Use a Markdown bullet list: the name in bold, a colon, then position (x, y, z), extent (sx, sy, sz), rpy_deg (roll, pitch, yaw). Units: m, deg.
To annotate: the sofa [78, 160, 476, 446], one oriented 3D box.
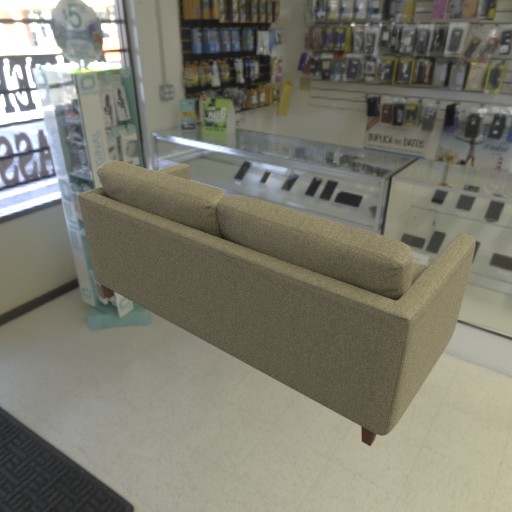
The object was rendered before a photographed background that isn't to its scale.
- **sofa**: position (0.000, 0.000, 2.675), extent (2.208, 0.960, 0.956), rpy_deg (20, 34, 33)
